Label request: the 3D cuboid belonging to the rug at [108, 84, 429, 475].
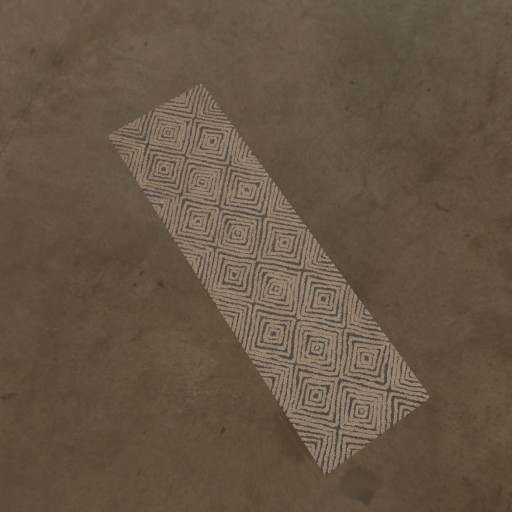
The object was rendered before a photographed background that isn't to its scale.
[{"bbox_3d":[0.000,0.000,2.513,0.676,0.008,2.277,-32,77,-8],"label":"rug"}]
